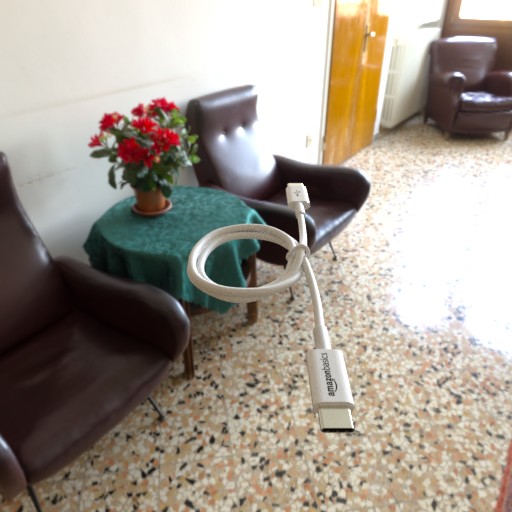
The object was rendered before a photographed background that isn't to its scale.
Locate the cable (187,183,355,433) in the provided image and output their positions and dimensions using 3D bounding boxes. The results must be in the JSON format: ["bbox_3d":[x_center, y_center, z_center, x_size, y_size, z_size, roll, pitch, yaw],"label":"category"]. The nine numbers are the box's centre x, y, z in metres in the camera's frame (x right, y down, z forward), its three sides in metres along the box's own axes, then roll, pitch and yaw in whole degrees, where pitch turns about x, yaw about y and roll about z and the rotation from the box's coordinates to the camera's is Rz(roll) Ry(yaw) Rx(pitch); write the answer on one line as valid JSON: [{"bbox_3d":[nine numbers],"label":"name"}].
[{"bbox_3d":[0.000,0.000,0.228,0.070,0.014,0.203,0,32,0],"label":"cable"}]
